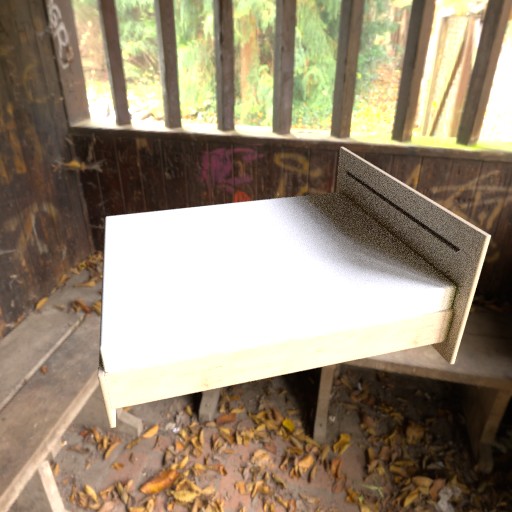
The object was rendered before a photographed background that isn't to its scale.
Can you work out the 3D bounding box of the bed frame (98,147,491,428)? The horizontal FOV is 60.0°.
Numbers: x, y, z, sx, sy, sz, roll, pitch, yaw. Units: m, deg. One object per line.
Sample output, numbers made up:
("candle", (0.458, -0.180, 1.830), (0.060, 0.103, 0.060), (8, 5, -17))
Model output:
("bed frame", (0.000, 0.000, 3.077), (2.080, 0.900, 1.800), (-8, 30, -14))
